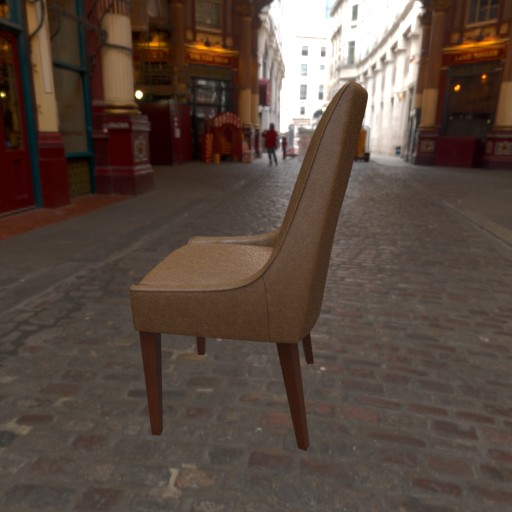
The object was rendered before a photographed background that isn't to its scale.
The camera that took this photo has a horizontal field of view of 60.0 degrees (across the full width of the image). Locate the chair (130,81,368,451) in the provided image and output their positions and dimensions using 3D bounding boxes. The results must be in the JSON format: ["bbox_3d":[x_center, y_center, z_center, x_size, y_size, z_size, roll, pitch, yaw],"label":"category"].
[{"bbox_3d":[0.000,0.000,1.217,0.544,0.861,0.529,2,16,8],"label":"chair"}]
